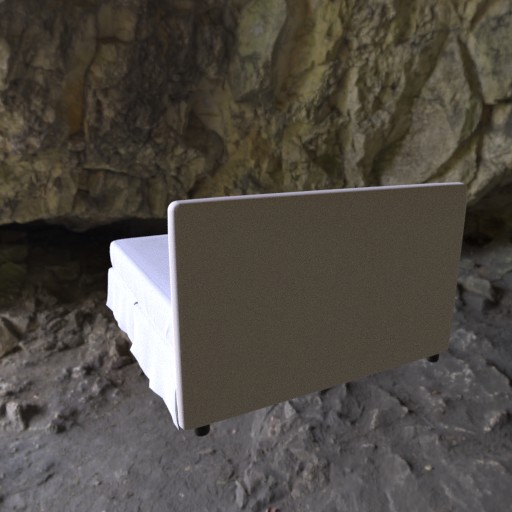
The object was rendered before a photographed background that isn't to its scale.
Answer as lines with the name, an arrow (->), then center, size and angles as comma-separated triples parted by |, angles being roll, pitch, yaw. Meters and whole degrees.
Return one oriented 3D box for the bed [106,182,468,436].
bed -> 0.000, 0.000, 3.652 | 2.119, 1.317, 2.341 | -8, 17, -26
